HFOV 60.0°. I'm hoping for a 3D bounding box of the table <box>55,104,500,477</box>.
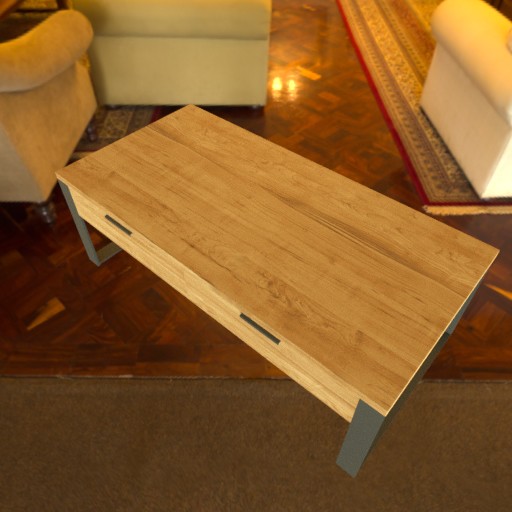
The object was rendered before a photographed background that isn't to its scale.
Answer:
[{"bbox_3d":[0.000,0.000,1.419,1.180,0.400,0.590,33,55,27],"label":"table"}]
